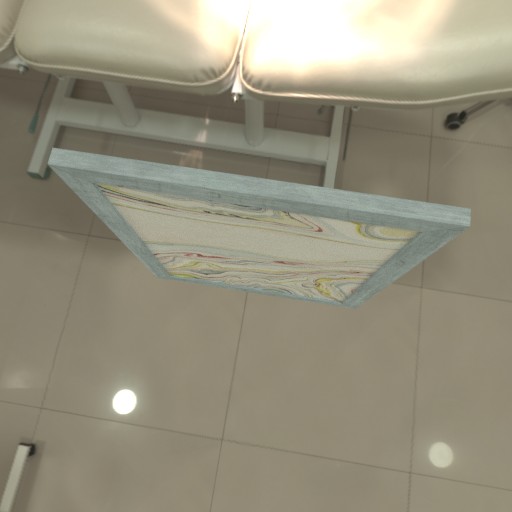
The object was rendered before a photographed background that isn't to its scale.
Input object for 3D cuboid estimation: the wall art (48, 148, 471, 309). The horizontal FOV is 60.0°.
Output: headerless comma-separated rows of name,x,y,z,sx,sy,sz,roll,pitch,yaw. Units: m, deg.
wall art,0.000,0.000,0.779,0.479,0.582,0.022,9,75,2
